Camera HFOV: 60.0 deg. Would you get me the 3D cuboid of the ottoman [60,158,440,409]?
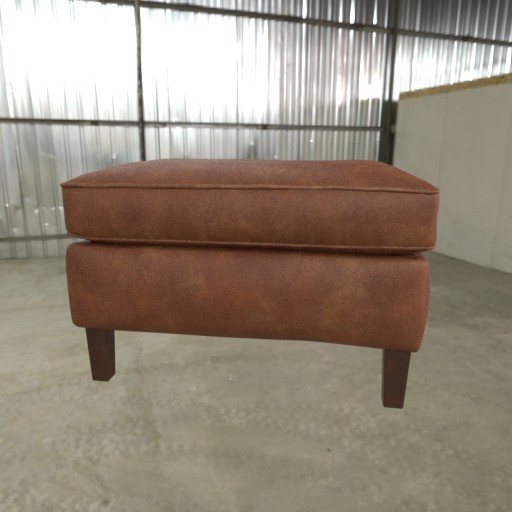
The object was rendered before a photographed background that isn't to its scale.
[{"bbox_3d":[0.000,0.000,0.982,0.665,0.418,0.501,2,14,9],"label":"ottoman"}]
